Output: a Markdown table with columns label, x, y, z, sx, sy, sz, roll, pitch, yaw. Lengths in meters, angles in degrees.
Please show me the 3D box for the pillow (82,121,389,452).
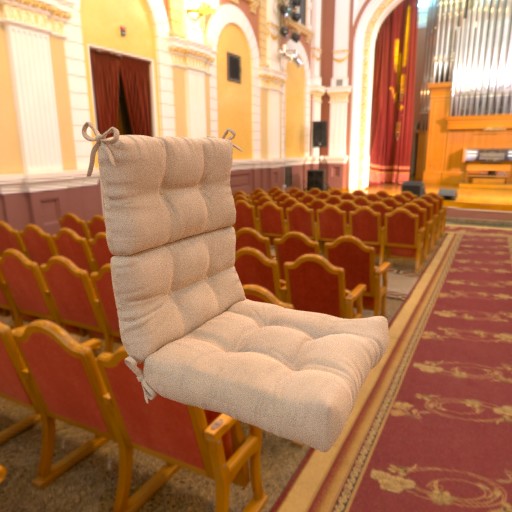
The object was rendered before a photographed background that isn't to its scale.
| label | x | y | z | sx | sy | sz | roll | pitch | yaw |
| --- | --- | --- | --- | --- | --- | --- | --- | --- | --- |
| pillow | 0.000 | 0.000 | 1.048 | 0.571 | 0.605 | 0.519 | 7 | 16 | 27 |
